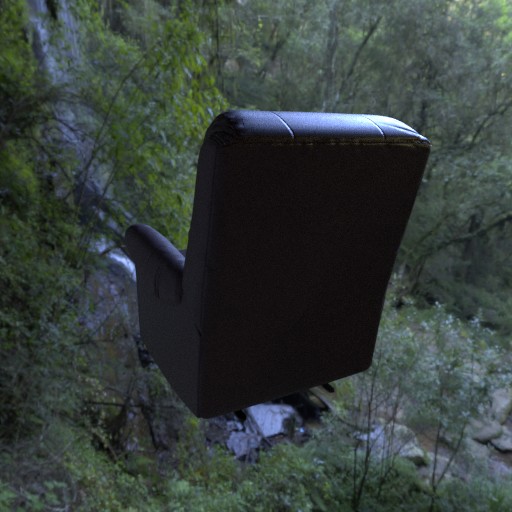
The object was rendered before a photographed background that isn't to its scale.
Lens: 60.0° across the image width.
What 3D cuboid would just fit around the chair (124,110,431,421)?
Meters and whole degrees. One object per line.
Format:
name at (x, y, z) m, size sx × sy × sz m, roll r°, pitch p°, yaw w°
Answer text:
chair at (0.000, 0.000, 1.765) m, size 0.838 × 1.054 × 1.014 m, roll -8°, pitch 16°, yaw -27°
